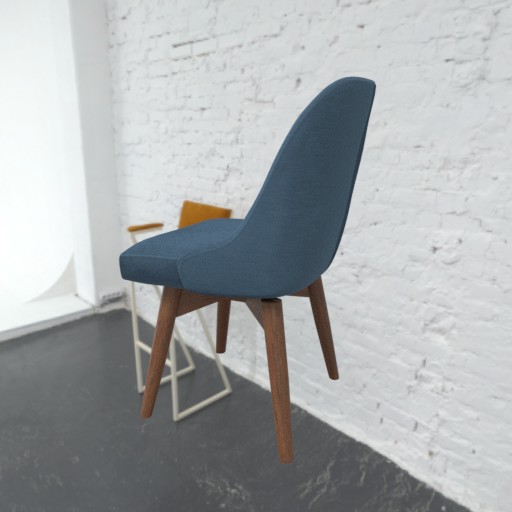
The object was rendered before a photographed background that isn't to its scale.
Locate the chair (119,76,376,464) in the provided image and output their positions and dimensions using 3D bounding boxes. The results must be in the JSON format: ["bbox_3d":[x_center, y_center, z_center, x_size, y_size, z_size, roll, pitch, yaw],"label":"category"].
[{"bbox_3d":[0.000,0.000,1.230,0.589,0.882,0.503,7,16,24],"label":"chair"}]
